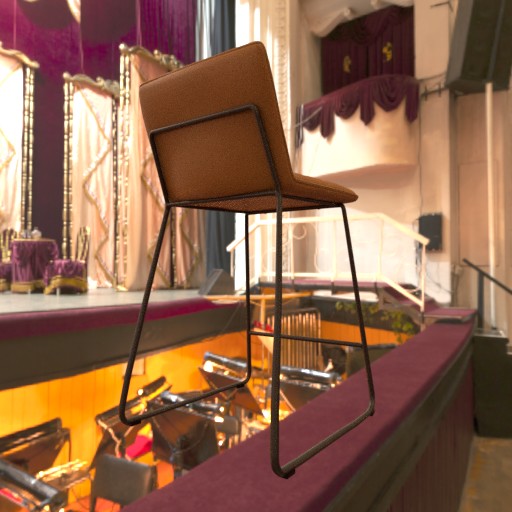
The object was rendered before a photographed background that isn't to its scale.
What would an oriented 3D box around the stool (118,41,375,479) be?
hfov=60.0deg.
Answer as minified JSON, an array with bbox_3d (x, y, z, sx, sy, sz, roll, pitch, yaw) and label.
[{"bbox_3d":[0.000,0.000,1.183,0.489,0.866,0.524,-1,-1,36],"label":"stool"}]
